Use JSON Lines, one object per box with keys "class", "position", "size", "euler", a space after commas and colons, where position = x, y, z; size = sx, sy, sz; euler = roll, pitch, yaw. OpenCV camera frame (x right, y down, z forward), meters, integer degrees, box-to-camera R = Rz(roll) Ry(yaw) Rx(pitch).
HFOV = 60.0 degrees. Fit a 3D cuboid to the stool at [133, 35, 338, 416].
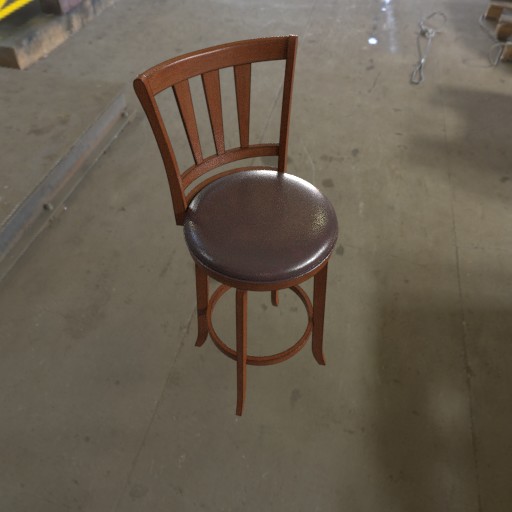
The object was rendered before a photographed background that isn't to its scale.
{"class": "stool", "position": [0.000, 0.000, 1.434], "size": [0.464, 1.177, 0.503], "euler": [-25, 53, -21]}
